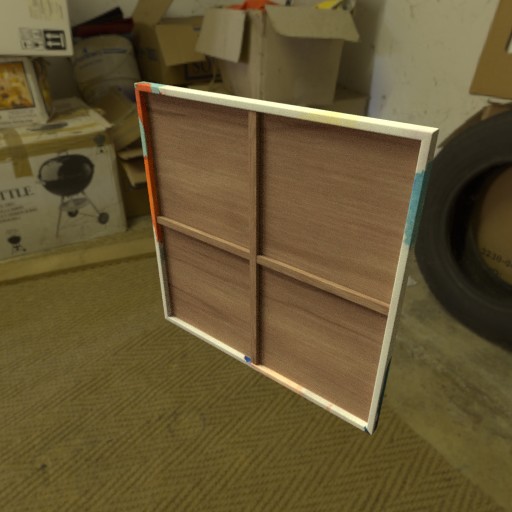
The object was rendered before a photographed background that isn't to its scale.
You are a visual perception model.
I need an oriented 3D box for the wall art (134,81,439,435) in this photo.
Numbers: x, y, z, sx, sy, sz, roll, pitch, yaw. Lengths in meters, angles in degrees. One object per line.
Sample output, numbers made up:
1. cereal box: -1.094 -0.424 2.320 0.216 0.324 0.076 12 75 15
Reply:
1. wall art: 0.000 0.000 1.512 1.017 1.017 0.044 22 37 32
